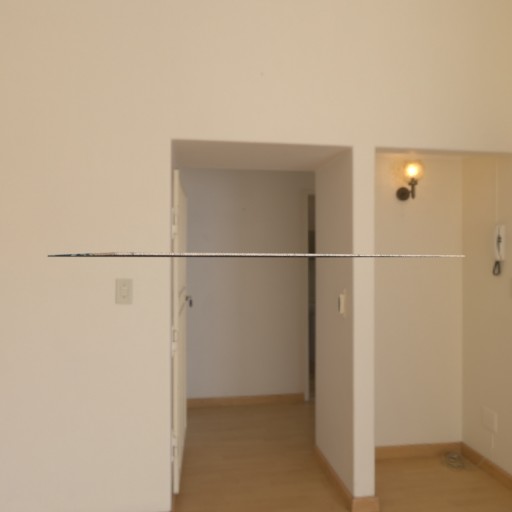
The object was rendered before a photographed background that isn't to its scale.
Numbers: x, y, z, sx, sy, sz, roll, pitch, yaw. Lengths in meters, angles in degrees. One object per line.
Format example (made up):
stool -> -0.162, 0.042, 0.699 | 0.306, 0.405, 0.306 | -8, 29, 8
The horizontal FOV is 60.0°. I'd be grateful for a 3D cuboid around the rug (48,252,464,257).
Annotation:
rug -> 0.000, 0.000, 2.327 | 1.836, 0.009, 1.232 | 0, -1, -34
